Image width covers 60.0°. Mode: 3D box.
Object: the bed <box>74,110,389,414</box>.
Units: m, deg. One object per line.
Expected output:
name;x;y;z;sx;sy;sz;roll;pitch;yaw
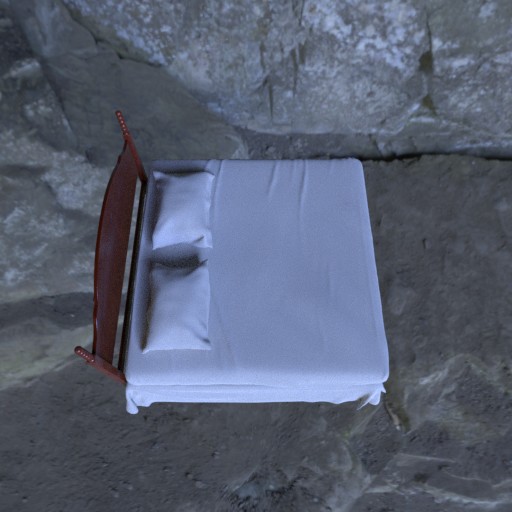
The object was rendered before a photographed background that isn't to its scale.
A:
bed;0.000;0.000;3.654;2.219;1.355;2.322;0;65;0
